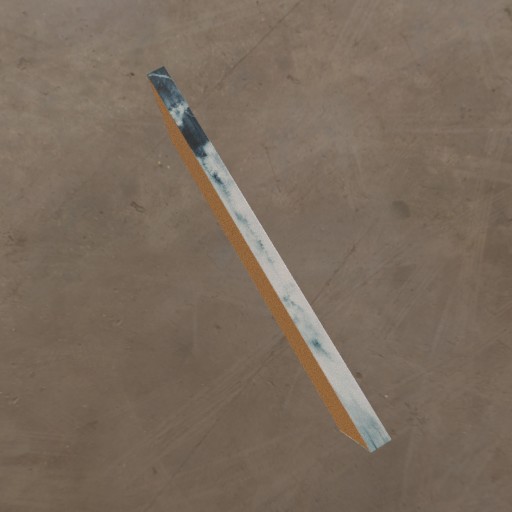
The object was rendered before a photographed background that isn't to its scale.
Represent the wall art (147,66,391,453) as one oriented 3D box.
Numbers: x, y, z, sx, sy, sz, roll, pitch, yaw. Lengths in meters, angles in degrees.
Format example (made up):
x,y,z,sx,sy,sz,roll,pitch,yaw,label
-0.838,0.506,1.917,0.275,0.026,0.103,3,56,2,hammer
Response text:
x,y,z,sx,sy,sz,roll,pitch,yaw,label
0.000,0.000,0.872,0.037,0.251,0.759,-29,77,-7,wall art
